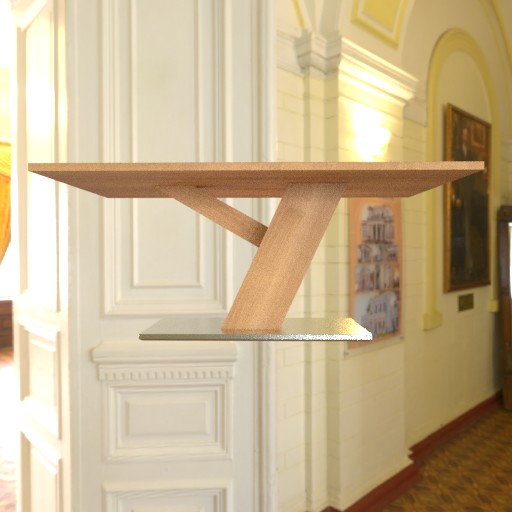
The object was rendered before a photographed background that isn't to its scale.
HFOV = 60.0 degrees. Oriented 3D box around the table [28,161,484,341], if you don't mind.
[{"bbox_3d":[0.000,0.000,2.202,1.800,0.750,0.900,0,1,1],"label":"table"}]
